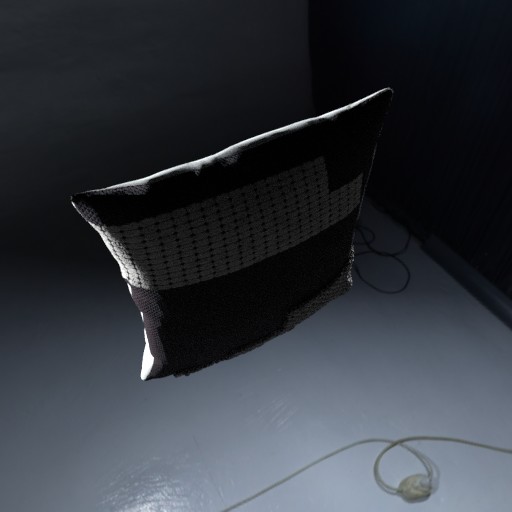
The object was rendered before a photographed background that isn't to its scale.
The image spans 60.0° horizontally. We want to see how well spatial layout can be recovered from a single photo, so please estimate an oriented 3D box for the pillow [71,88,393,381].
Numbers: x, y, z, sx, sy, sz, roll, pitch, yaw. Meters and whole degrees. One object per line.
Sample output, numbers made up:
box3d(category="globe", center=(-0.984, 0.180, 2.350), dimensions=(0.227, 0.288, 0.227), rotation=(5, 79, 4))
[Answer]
box3d(category="pillow", center=(0.000, 0.000, 0.733), dimensions=(0.475, 0.473, 0.178), rotation=(-24, 52, -20))
